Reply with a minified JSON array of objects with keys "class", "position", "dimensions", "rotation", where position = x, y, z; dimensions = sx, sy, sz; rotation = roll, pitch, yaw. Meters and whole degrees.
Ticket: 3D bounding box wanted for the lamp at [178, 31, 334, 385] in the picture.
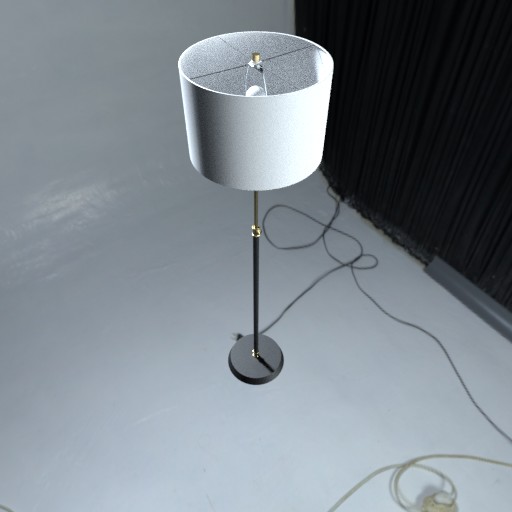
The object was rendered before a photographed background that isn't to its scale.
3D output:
[{"class":"lamp","position":[0.000,0.000,1.698],"dimensions":[0.404,1.517,0.404],"rotation":[-25,51,-22]}]
